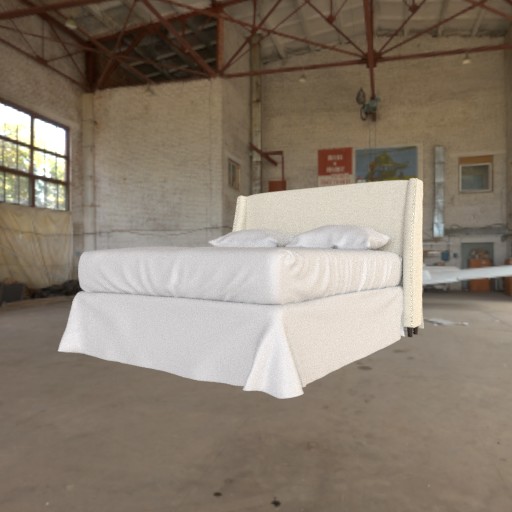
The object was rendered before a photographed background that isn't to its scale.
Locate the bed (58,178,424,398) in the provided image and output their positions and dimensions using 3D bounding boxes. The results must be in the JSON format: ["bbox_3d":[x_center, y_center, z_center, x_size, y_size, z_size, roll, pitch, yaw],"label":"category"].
[{"bbox_3d":[0.000,0.000,3.411,1.925,1.332,2.276,0,0,35],"label":"bed"}]
